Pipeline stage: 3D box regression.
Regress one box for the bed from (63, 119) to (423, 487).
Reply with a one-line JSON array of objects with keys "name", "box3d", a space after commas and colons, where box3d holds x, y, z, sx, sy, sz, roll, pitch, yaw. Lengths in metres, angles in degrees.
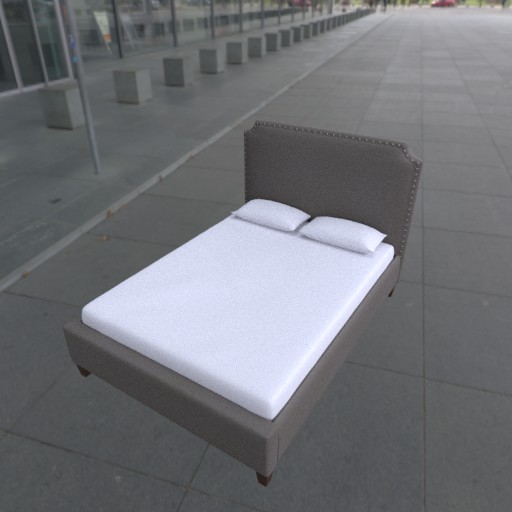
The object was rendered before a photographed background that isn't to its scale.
[{"name": "bed", "box3d": [0.000, 0.000, 3.403, 1.712, 1.443, 2.372, 18, 35, 28]}]
